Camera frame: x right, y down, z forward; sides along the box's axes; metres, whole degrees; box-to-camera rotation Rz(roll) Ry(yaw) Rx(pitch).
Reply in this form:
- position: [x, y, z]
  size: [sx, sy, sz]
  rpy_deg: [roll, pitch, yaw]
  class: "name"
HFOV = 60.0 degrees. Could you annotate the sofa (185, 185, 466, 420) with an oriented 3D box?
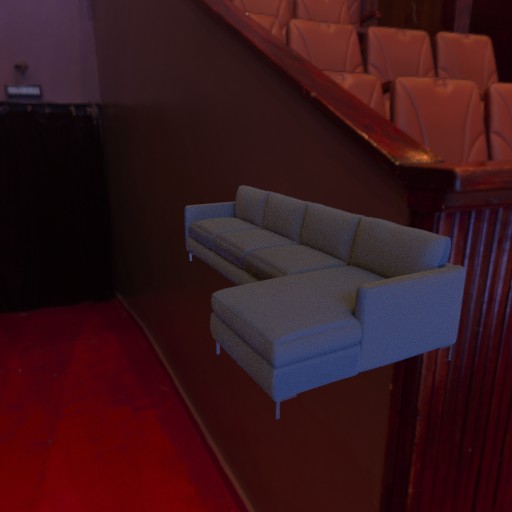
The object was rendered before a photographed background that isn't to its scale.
- position: [0.000, 0.000, 3.364]
  size: [1.255, 0.756, 2.725]
  rpy_deg: [-8, 18, -26]
  class: "sofa"
